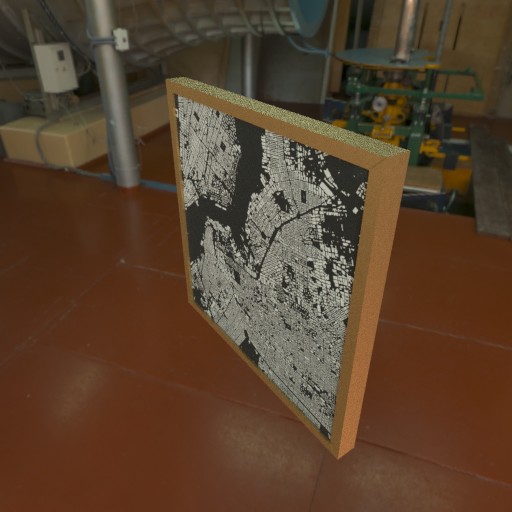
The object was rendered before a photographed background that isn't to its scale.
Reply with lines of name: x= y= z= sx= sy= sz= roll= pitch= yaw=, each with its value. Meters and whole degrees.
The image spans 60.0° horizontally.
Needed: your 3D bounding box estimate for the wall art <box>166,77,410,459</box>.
wall art: x=0.000 y=0.000 z=1.944 sx=0.095 sy=1.284 sz=1.284 roll=-21 pitch=38 yaw=-30
